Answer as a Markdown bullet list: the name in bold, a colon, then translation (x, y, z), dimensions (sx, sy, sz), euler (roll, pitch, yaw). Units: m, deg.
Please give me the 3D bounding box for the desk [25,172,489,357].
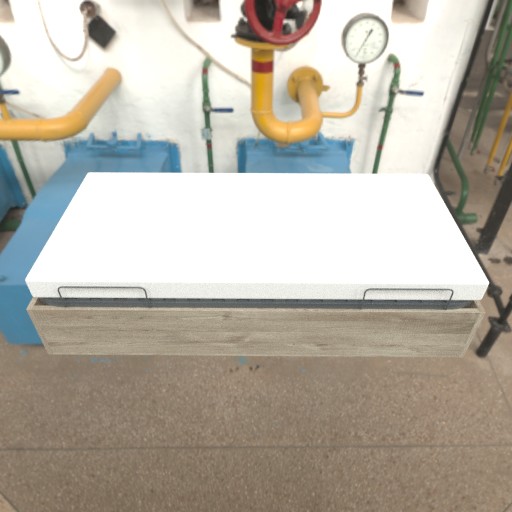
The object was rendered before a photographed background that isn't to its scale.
- **desk**: translation (0.000, 0.000, 2.215), dimensions (1.900, 0.455, 0.900), euler (0, 40, 0)
